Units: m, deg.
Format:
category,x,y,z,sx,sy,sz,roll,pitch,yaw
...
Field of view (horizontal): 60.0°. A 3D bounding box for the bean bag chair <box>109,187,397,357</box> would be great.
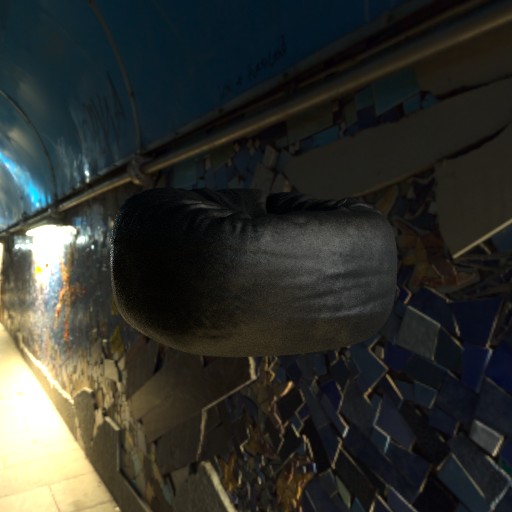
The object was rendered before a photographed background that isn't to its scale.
category,x,y,z,sx,sy,sz,roll,pitch,yaw
bean bag chair,0.000,0.000,2.429,1.524,0.878,1.524,0,1,-18
